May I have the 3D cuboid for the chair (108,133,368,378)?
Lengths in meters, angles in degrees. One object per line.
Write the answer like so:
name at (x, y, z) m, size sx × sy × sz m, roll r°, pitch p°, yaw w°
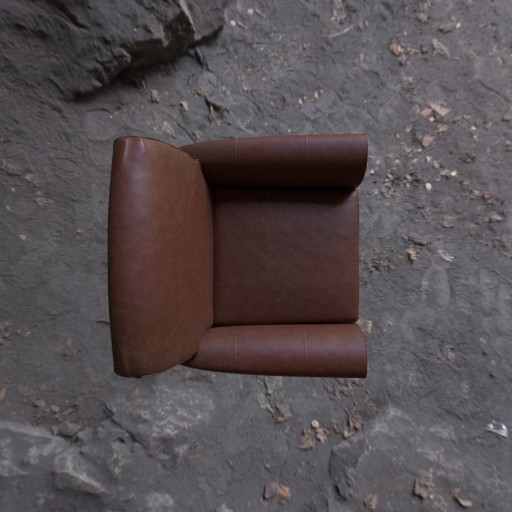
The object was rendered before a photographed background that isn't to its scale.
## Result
chair at (0.000, 0.000, 1.828) m, size 0.902 × 1.061 × 0.978 m, roll 0°, pitch 90°, yaw -1°
